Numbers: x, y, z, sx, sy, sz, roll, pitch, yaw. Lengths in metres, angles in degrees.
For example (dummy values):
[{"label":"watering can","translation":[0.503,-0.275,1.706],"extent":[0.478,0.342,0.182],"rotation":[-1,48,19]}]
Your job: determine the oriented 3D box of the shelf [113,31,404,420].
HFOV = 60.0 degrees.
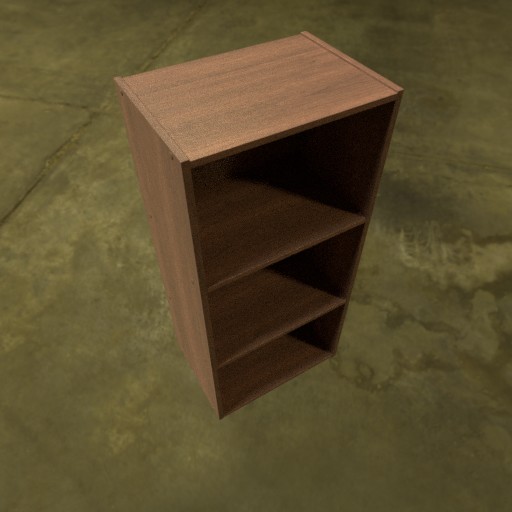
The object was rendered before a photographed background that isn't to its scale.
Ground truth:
[{"label":"shelf","translation":[0.000,0.000,1.087],"extent":[0.414,0.879,0.290],"rotation":[-23,52,-20]}]
